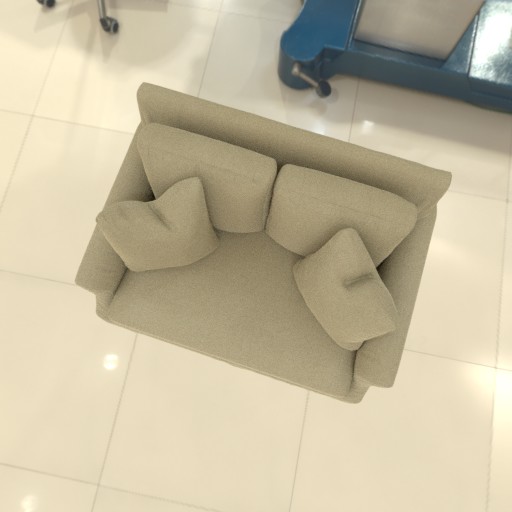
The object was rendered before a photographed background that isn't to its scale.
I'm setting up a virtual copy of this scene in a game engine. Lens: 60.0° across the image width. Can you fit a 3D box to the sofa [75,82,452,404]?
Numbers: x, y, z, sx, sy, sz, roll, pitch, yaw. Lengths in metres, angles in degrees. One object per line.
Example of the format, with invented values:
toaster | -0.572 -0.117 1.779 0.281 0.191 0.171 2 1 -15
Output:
sofa | 0.000 0.000 2.165 1.550 0.905 1.070 18 77 4
